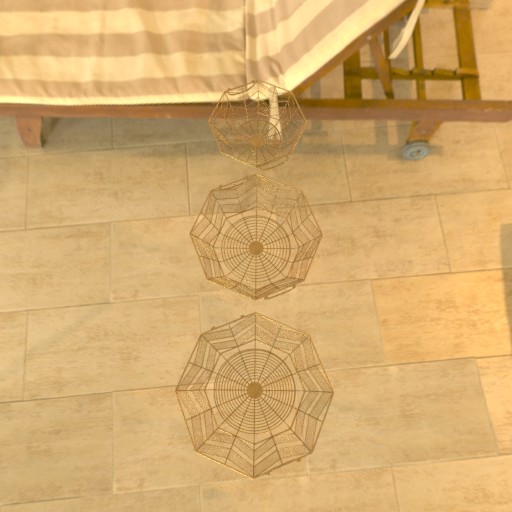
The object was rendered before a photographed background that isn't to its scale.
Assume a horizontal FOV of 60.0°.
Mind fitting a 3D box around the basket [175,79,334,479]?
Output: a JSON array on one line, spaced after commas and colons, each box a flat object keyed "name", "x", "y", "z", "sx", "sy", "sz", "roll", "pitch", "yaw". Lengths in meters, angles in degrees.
[{"name": "basket", "x": 0.000, "y": 0.000, "z": 1.396, "sx": 0.432, "sy": 0.178, "sz": 1.245, "roll": 1, "pitch": 74, "yaw": 0}]
